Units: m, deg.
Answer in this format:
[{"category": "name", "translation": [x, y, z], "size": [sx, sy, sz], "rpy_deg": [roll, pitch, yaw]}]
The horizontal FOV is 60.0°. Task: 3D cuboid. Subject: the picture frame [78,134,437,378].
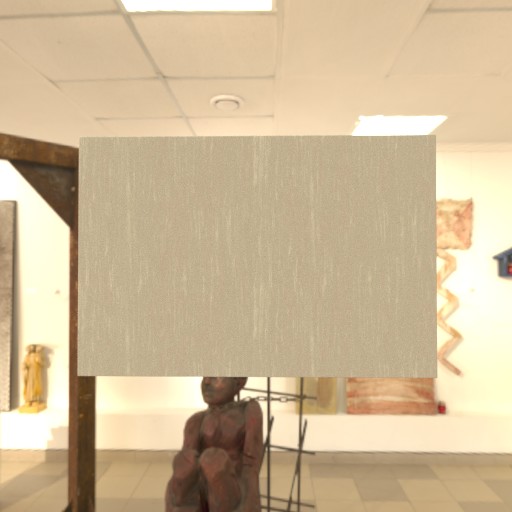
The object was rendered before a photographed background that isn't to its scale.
[{"category": "picture frame", "translation": [0.000, 0.000, 1.190], "size": [0.950, 0.640, 0.029], "rpy_deg": [0, -1, 1]}]
